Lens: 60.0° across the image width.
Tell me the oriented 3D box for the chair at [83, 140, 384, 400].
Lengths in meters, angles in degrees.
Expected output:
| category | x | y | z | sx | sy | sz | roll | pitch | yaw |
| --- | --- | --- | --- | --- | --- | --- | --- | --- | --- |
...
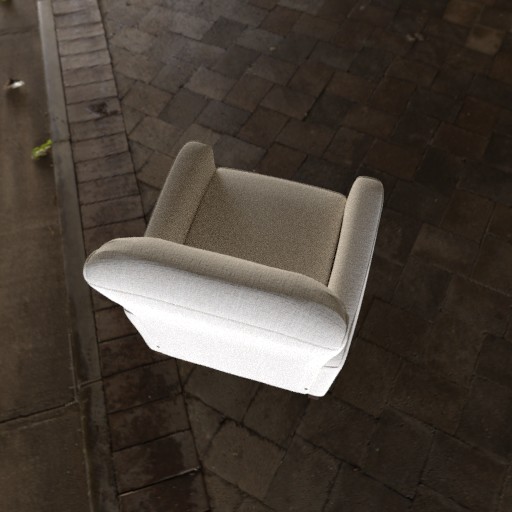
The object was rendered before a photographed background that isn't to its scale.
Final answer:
| category | x | y | z | sx | sy | sz | roll | pitch | yaw |
| --- | --- | --- | --- | --- | --- | --- | --- | --- | --- |
| chair | 0.000 | 0.000 | 1.674 | 0.841 | 1.028 | 0.858 | 14 | 62 | 7 |
